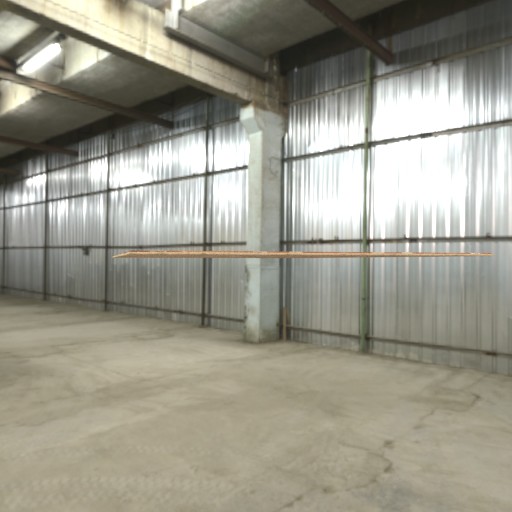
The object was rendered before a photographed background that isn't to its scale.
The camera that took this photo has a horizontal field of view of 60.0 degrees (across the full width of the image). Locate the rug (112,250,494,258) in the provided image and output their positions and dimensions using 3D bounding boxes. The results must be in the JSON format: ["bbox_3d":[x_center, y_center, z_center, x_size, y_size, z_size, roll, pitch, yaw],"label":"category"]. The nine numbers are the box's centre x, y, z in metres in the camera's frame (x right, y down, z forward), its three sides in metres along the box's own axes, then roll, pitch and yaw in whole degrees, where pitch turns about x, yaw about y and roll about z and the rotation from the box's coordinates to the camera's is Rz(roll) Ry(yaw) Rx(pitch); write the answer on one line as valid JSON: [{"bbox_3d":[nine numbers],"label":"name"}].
[{"bbox_3d":[0.000,0.000,4.129,2.466,0.021,3.049,0,-1,-20],"label":"rug"}]
